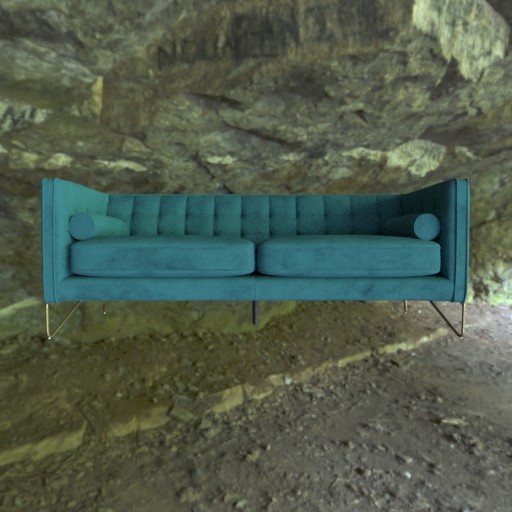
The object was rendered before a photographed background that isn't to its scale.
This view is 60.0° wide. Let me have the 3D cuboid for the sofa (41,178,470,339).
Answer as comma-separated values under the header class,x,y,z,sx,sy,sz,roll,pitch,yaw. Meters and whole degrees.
class,x,y,z,sx,sy,sz,roll,pitch,yaw
sofa,0.000,0.000,2.546,2.087,0.789,0.867,0,2,0
